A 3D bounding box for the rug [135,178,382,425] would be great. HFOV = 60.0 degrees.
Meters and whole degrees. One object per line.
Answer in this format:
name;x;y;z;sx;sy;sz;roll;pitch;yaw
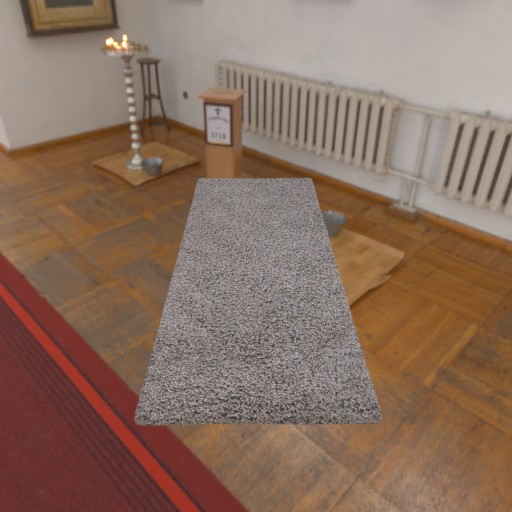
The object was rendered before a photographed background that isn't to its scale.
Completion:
rug;0.000;0.000;1.725;0.609;0.030;1.524;0;32;0
